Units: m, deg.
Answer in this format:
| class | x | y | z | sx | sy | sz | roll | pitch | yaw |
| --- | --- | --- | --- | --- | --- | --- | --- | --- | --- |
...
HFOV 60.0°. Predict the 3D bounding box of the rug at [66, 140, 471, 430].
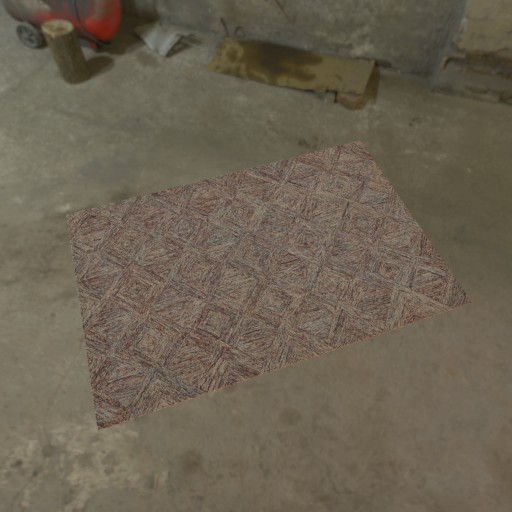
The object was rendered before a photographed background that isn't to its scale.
| class | x | y | z | sx | sy | sz | roll | pitch | yaw |
| --- | --- | --- | --- | --- | --- | --- | --- | --- | --- |
| rug | 0.000 | 0.000 | 2.921 | 2.285 | 0.019 | 1.523 | -16 | 58 | -10 |
